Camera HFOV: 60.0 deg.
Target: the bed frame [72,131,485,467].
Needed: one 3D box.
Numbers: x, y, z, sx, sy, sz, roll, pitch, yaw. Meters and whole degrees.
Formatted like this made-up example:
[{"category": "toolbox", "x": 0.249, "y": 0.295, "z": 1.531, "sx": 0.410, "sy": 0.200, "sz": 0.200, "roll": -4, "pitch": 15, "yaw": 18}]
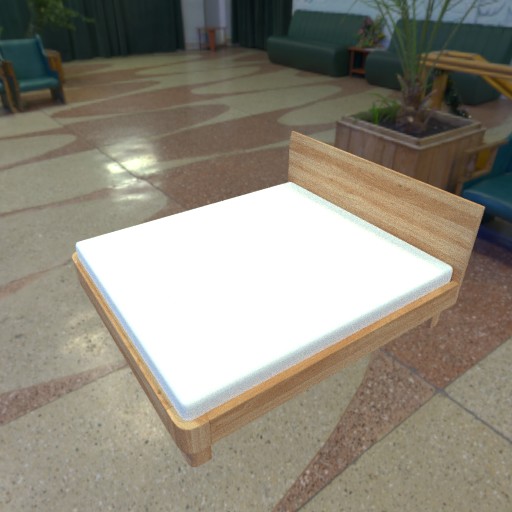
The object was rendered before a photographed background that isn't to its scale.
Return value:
[{"category": "bed frame", "x": 0.000, "y": 0.000, "z": 3.094, "sx": 2.092, "sy": 0.940, "sz": 1.872, "roll": -20, "pitch": 38, "yaw": -28}]
